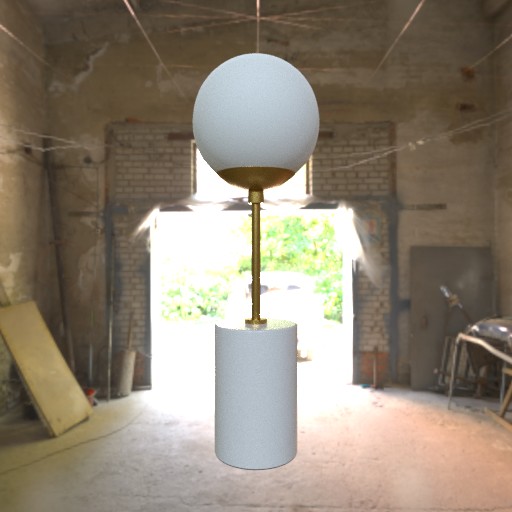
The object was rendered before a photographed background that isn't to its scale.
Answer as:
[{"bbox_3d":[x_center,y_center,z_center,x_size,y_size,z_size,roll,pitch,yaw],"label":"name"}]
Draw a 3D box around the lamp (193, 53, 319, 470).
[{"bbox_3d":[0.000,0.000,0.545,0.153,0.480,0.153,0,1,0],"label":"lamp"}]
